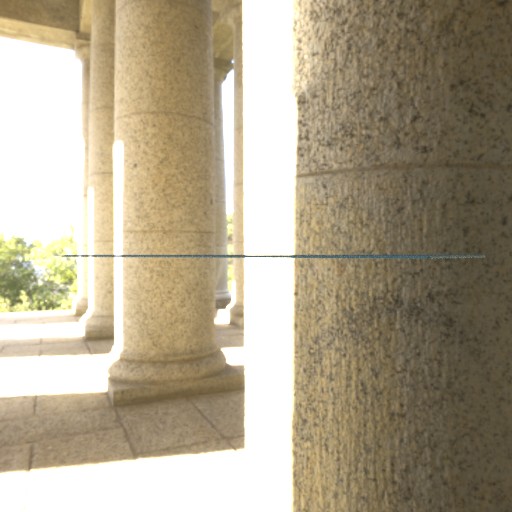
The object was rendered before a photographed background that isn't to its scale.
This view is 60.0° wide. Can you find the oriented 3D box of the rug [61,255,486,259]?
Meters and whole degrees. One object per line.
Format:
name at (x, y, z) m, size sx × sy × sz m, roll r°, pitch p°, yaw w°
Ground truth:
rug at (0.000, 0.000, 1.409) m, size 1.219 × 0.007 × 0.604 m, roll 0°, pitch 0°, yaw 36°
